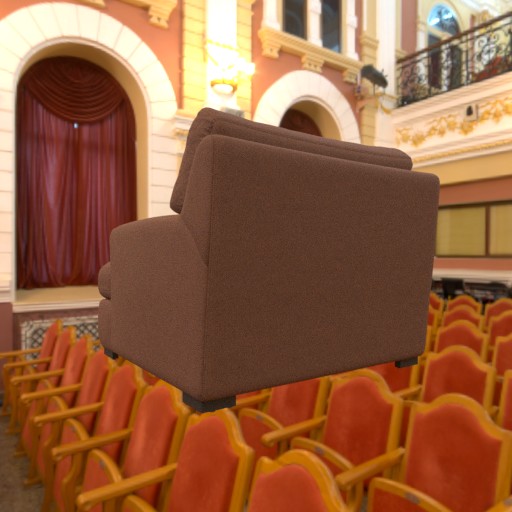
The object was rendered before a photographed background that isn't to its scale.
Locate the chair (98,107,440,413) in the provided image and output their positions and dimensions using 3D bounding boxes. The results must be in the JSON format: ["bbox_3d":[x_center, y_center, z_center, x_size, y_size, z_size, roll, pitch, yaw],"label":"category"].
[{"bbox_3d":[0.000,0.000,1.986,1.168,0.940,1.143,0,0,-35],"label":"chair"}]
